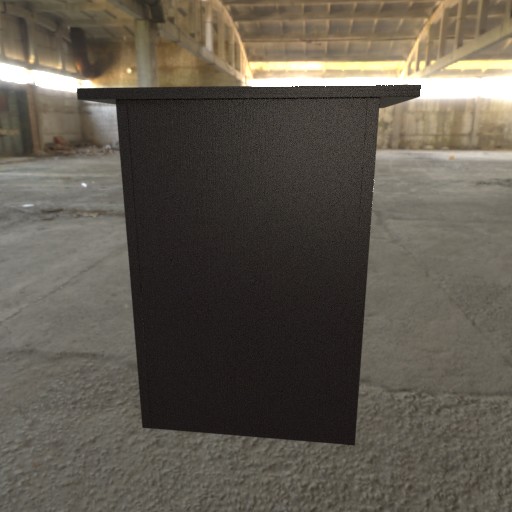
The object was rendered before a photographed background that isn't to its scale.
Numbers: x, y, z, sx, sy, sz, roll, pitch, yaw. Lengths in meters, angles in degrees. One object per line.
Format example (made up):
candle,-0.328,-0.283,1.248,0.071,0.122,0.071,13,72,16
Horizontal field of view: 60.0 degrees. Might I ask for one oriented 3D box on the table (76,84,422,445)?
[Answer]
table,0.000,0.000,1.040,0.589,0.711,0.408,2,16,7
